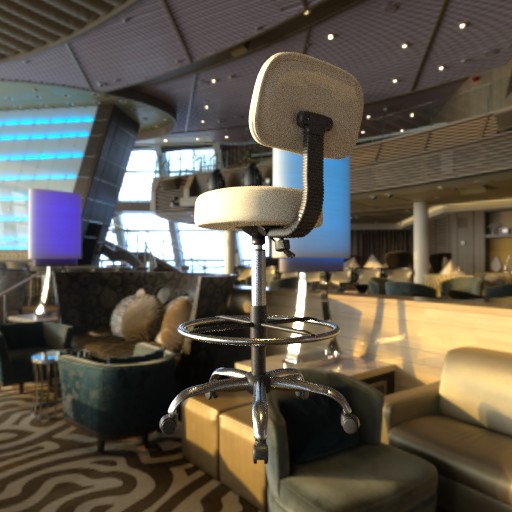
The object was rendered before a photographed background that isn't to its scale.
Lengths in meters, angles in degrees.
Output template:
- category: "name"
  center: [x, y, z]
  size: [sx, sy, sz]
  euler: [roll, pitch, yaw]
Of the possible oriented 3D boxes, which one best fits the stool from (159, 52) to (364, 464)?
- category: "stool"
  center: [0.000, 0.000, 1.459]
  size: [0.609, 1.080, 0.616]
  euler: [0, -1, -36]
